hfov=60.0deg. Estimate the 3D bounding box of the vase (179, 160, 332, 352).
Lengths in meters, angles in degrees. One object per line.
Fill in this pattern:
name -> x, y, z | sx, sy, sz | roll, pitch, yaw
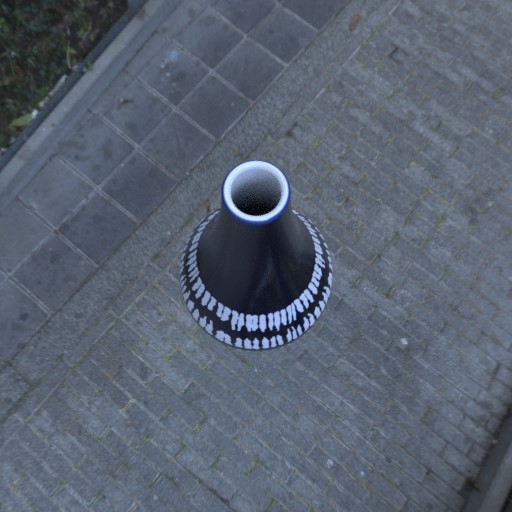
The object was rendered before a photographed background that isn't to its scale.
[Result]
vase -> 0.000, 0.000, 0.390 | 0.159, 0.295, 0.159 | 0, 76, 0
